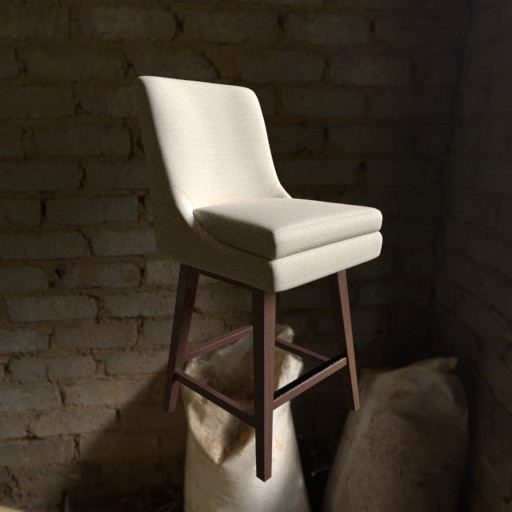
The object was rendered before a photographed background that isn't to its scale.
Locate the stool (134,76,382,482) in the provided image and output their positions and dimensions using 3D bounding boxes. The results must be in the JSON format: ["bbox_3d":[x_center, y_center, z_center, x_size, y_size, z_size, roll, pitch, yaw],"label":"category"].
[{"bbox_3d":[0.000,0.000,1.287,0.559,0.991,0.483,14,20,43],"label":"stool"}]
